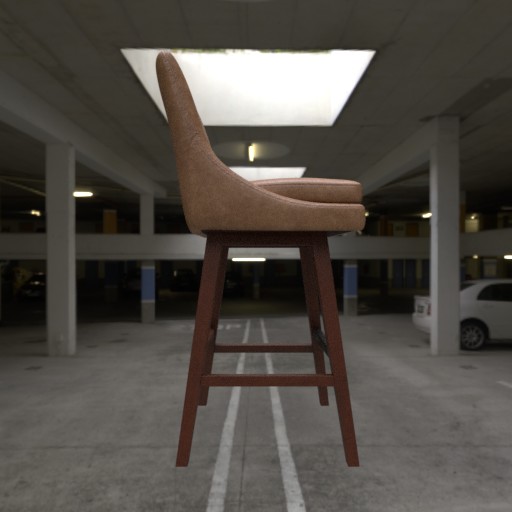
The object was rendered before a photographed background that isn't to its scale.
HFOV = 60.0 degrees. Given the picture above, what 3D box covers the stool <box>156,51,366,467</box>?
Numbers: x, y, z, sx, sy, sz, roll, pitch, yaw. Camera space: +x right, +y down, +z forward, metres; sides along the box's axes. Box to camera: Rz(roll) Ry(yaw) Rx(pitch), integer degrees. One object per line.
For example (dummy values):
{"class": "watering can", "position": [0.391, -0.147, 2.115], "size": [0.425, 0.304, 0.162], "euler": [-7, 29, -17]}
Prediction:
{"class": "stool", "position": [0.000, 0.000, 1.375], "size": [0.572, 1.079, 0.487], "euler": [0, 0, 0]}
